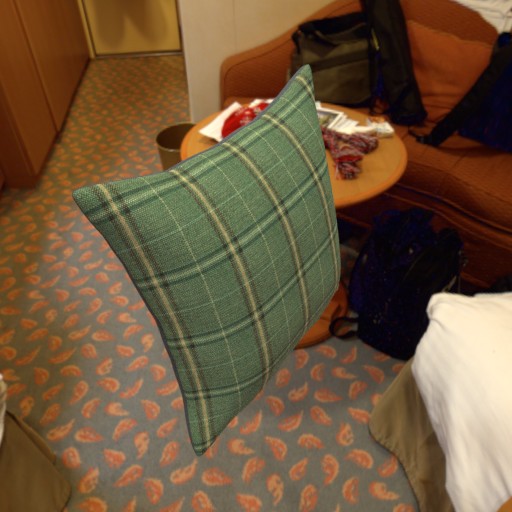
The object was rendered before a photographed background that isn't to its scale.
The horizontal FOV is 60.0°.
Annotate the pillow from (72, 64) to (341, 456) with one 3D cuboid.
[{"bbox_3d":[0.000,0.000,0.680,0.200,0.430,0.453,25,47,26],"label":"pillow"}]
